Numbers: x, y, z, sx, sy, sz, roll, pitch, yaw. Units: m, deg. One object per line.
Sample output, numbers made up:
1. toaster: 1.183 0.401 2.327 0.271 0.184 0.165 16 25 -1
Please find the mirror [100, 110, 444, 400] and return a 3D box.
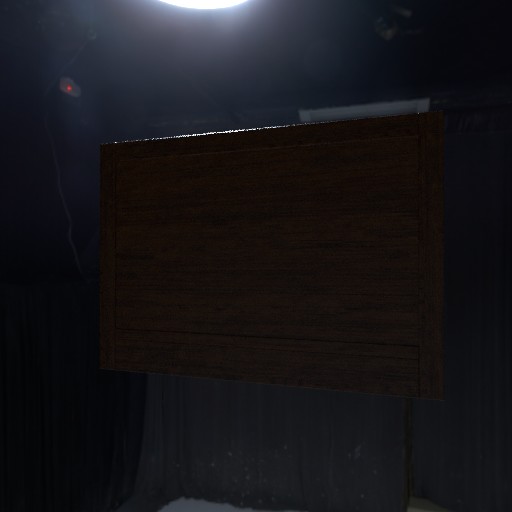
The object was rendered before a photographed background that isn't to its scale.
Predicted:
1. mirror: 0.000 0.000 0.977 0.758 0.537 0.084 0 0 18
